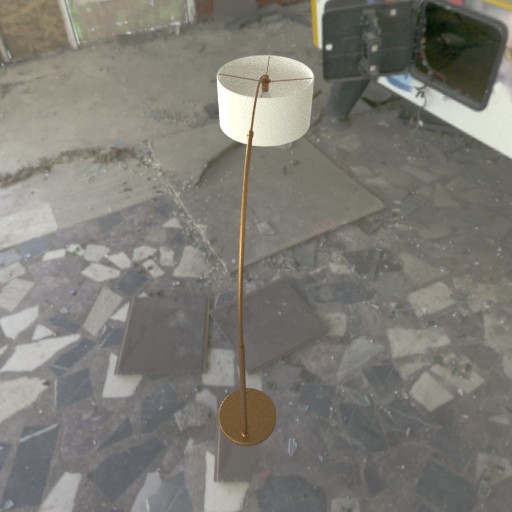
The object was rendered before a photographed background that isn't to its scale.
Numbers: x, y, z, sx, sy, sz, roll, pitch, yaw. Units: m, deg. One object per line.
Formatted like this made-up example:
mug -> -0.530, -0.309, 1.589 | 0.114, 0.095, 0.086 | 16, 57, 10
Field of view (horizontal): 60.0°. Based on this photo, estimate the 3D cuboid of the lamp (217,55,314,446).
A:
lamp -> 0.000, 0.000, 2.538 | 0.493, 1.927, 1.434 | 4, 47, 4
